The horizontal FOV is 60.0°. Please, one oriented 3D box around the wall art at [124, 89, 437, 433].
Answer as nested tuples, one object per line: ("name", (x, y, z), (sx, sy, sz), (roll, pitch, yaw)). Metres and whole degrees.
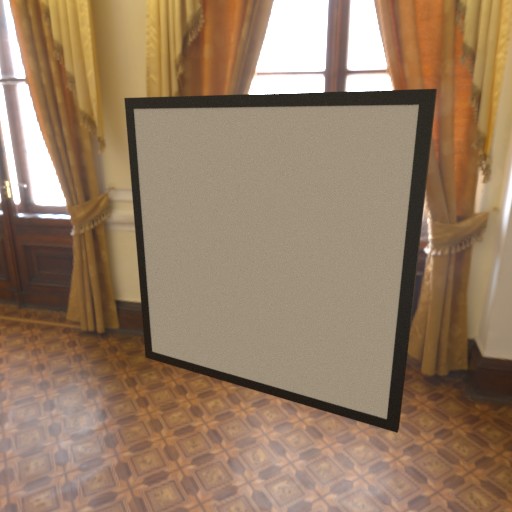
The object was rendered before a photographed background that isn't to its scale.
("wall art", (0.000, 0.000, 1.176), (0.807, 0.807, 0.022), (9, 19, 26))
